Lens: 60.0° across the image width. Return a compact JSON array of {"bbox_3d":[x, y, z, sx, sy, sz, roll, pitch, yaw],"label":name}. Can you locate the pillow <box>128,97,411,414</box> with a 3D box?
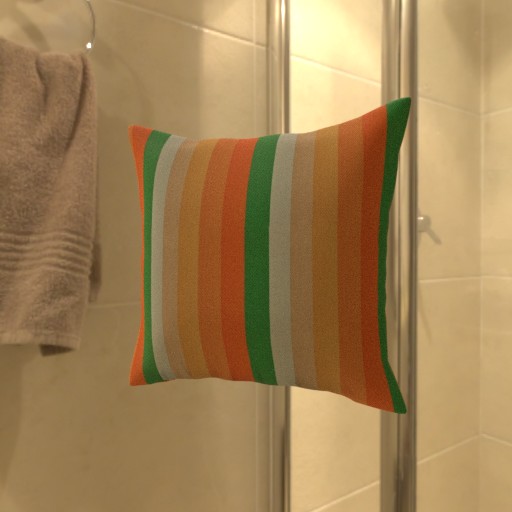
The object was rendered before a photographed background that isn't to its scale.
[{"bbox_3d":[0.000,0.000,0.688,0.453,0.444,0.169,0,1,17],"label":"pillow"}]
